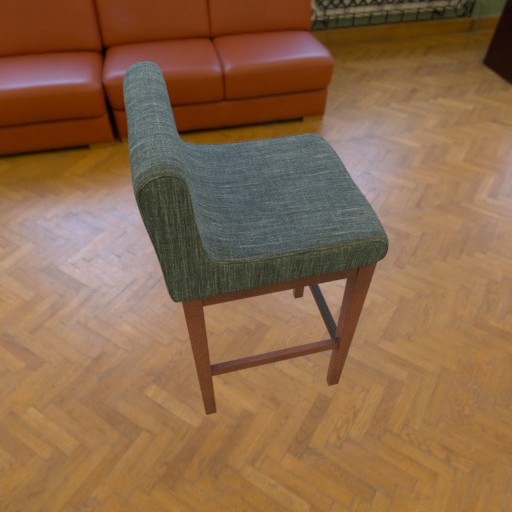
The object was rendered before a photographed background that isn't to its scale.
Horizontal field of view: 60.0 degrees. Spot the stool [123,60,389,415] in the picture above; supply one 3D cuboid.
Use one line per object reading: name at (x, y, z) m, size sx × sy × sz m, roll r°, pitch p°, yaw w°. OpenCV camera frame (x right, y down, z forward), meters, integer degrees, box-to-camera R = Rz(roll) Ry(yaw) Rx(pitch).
stool at (0.000, 0.000, 1.075) m, size 0.459 × 0.835 × 0.395 m, roll -10°, pitch 48°, yaw -10°
